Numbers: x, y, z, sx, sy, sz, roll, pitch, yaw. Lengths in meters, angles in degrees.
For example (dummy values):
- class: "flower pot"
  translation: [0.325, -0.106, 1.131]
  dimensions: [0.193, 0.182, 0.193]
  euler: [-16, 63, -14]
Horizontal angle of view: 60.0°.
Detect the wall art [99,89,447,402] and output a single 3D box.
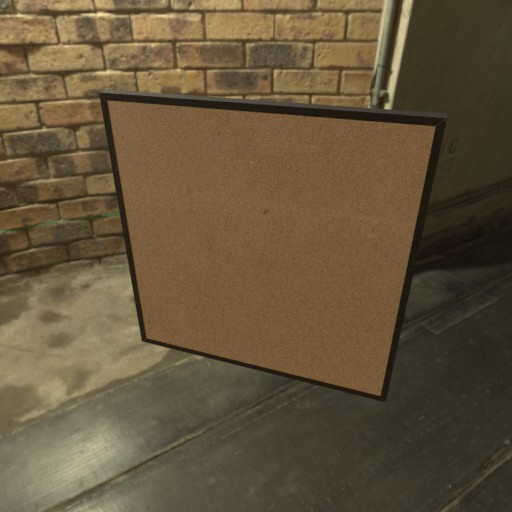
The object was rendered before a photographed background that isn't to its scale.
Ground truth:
- class: "wall art"
  translation: [0.000, 0.000, 1.137]
  dimensions: [0.762, 0.762, 0.038]
  euler: [10, 32, 16]
